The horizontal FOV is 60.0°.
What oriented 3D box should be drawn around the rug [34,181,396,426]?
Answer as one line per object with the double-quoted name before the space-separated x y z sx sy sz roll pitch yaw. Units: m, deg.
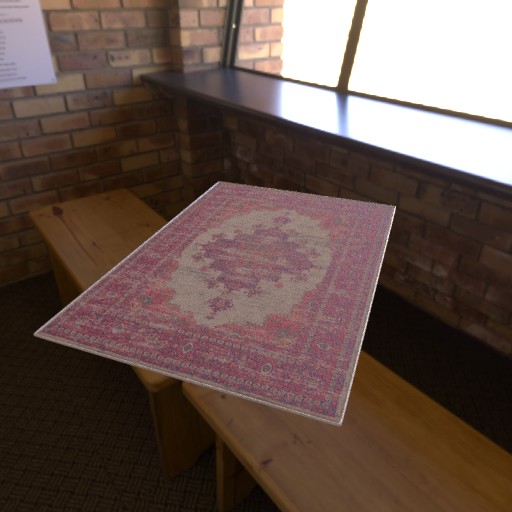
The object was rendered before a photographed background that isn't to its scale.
"rug" 0.000 0.000 3.714 2.005 0.014 2.878 11 32 18
